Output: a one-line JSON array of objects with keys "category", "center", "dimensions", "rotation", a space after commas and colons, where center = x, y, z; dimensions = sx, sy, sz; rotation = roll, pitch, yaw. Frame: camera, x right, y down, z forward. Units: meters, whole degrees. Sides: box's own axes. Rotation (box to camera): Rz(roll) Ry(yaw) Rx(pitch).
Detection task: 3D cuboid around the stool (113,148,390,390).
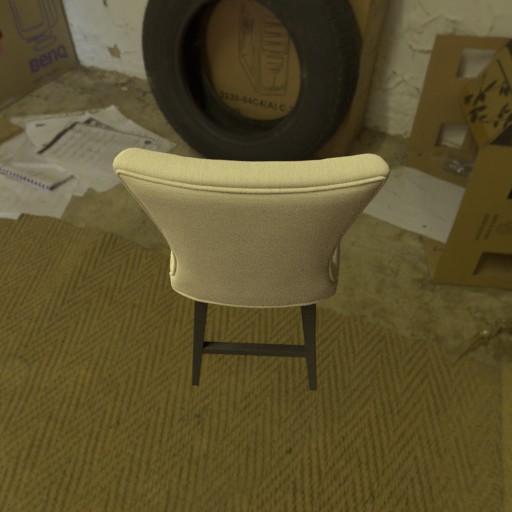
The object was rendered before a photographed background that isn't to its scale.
[{"category": "stool", "center": [0.000, 0.000, 1.321], "dimensions": [0.514, 1.000, 0.574], "rotation": [2, 46, 2]}]
